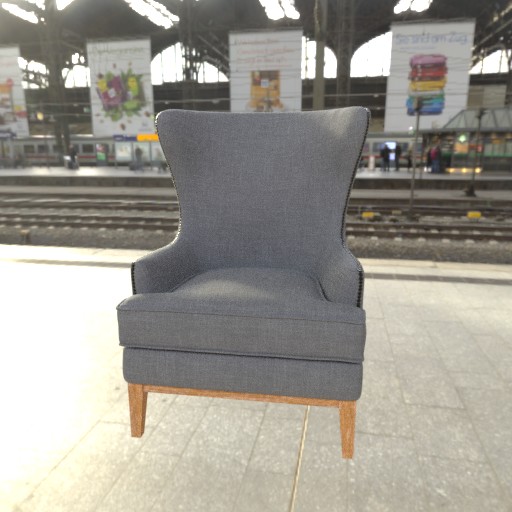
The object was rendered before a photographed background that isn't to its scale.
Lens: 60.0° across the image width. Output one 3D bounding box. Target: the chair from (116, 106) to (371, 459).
[{"bbox_3d":[0.000,0.000,1.793,0.864,1.176,0.883,2,13,8],"label":"chair"}]
